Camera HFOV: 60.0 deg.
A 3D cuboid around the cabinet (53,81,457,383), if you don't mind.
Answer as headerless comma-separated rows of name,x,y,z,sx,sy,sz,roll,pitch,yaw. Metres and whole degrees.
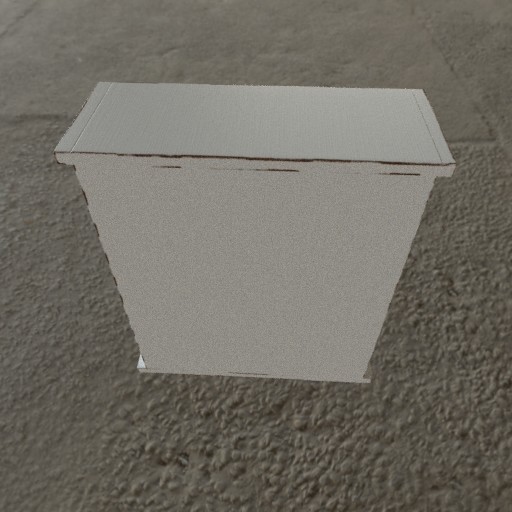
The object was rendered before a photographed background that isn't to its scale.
cabinet,0.000,0.000,0.883,0.541,0.603,0.210,2,47,2
